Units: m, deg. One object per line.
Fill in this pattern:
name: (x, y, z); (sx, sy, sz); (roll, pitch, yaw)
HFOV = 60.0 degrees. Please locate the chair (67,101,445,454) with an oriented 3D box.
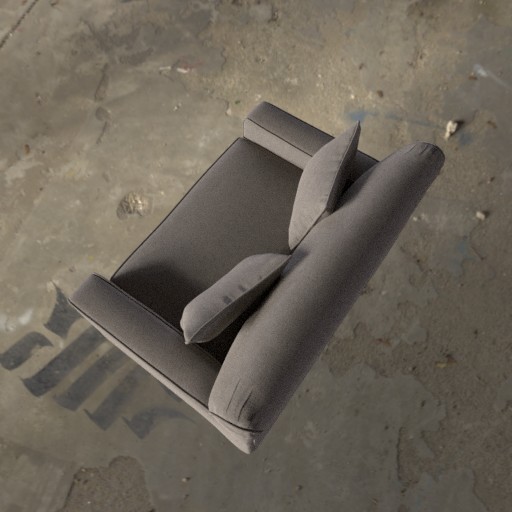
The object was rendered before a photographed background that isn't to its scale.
chair: (0.000, 0.000, 2.067); (0.992, 0.953, 1.395); (33, 68, 15)
